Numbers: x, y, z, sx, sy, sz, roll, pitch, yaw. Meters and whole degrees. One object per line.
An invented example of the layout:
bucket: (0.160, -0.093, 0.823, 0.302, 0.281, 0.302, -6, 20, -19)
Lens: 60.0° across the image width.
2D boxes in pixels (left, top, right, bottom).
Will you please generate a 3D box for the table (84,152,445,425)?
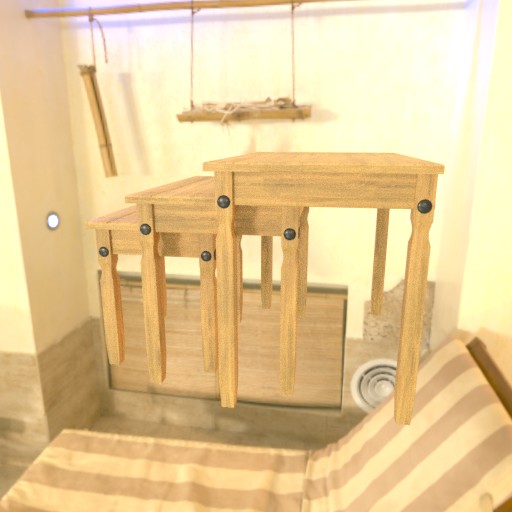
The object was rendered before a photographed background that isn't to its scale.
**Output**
table: (0.000, 0.000, 1.212, 0.773, 0.535, 0.660, 2, 15, 9)
